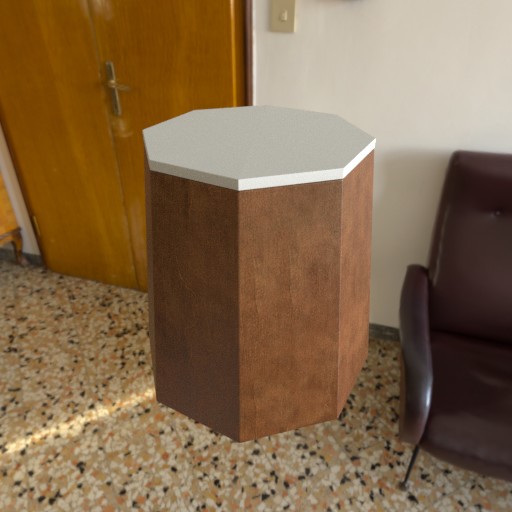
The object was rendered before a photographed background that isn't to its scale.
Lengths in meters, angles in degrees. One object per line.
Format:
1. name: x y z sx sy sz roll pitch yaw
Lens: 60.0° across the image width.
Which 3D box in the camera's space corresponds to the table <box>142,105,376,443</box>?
1. table: 0.000 0.000 0.823 0.439 0.457 0.439 -10 34 -15
